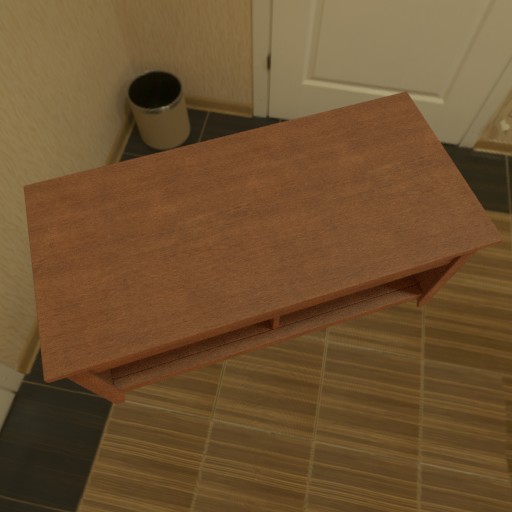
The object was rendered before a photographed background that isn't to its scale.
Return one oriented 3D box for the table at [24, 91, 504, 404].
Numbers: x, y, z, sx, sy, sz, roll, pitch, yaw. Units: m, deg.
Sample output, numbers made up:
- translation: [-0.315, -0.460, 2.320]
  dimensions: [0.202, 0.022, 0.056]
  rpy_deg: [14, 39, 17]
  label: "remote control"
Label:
- translation: [0.000, 0.000, 1.232]
  dimensions: [1.016, 0.457, 0.483]
  rpy_deg: [-16, 64, -8]
  label: "table"
